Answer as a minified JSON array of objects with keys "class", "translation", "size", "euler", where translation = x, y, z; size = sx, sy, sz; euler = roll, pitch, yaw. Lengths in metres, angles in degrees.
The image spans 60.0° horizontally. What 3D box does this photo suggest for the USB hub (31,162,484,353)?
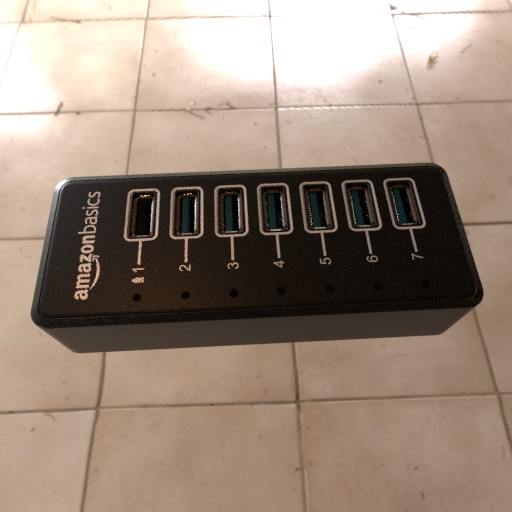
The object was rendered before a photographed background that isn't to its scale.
[{"class":"USB hub","translation":[0.000,0.000,0.125],"size":[0.110,0.023,0.044],"euler":[-3,63,-1]}]
